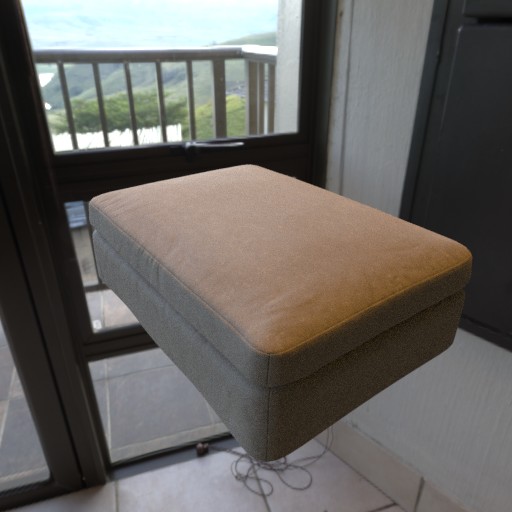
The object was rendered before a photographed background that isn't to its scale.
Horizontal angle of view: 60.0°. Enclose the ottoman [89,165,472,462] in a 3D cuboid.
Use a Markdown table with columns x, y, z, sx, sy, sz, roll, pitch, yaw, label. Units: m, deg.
| x | y | z | sx | sy | sz | roll | pitch | yaw | label |
| --- | --- | --- | --- | --- | --- | --- | --- | --- | --- |
| 0.000 | 0.000 | 1.597 | 0.840 | 0.429 | 1.199 | -19 | 33 | -32 | ottoman |
